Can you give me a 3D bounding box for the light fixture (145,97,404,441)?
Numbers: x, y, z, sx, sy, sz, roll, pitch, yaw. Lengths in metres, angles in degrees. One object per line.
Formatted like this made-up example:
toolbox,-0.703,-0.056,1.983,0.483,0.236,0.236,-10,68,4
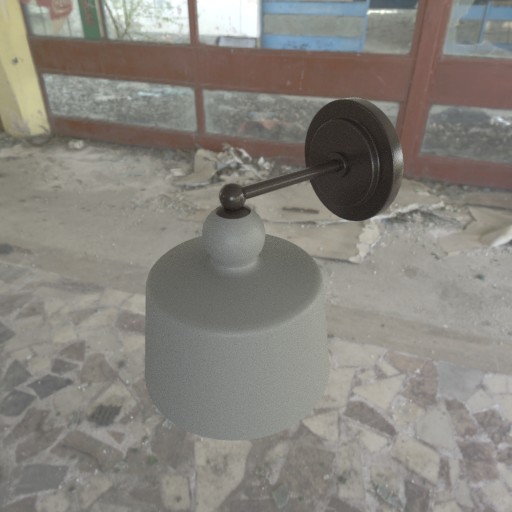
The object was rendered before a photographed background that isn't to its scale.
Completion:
light fixture,0.000,0.000,0.440,0.254,0.268,0.204,-21,38,-30
